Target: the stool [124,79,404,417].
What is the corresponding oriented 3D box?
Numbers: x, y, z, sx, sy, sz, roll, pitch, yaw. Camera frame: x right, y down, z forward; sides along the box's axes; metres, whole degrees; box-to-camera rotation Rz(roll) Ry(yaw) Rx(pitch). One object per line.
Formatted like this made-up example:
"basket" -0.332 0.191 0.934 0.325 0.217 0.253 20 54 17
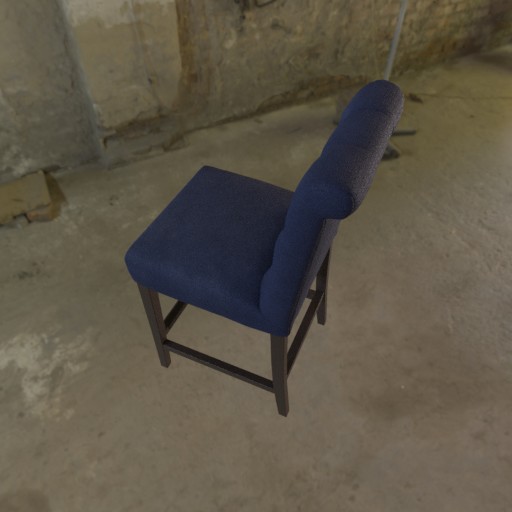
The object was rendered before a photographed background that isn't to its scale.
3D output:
"stool" 0.000 0.000 1.350 0.601 1.010 0.493 18 49 16
